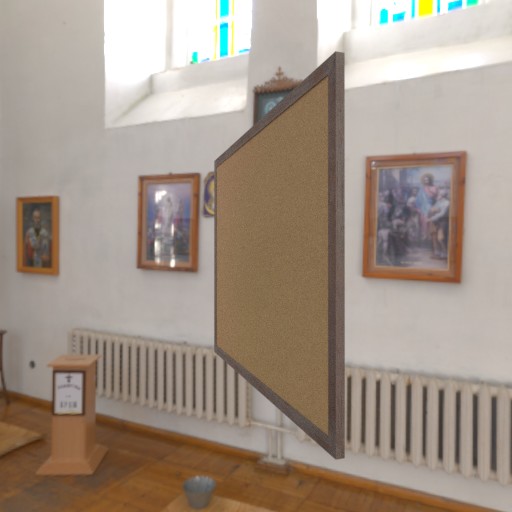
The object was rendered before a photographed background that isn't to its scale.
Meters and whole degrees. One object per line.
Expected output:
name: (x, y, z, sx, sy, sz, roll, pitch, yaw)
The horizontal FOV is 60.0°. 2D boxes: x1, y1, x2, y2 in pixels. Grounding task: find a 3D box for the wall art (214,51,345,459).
wall art: (0.000, 0.000, 1.323, 0.019, 0.774, 1.012, 0, 0, -18)
